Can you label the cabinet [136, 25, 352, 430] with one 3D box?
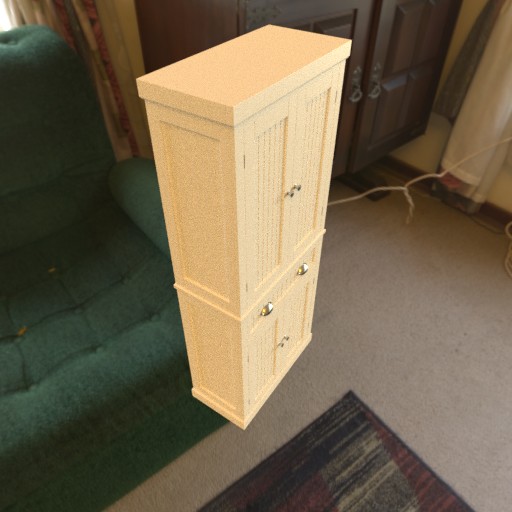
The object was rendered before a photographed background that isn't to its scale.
[{"bbox_3d":[0.000,0.000,2.137,0.390,1.829,0.754,25,47,25],"label":"cabinet"}]
